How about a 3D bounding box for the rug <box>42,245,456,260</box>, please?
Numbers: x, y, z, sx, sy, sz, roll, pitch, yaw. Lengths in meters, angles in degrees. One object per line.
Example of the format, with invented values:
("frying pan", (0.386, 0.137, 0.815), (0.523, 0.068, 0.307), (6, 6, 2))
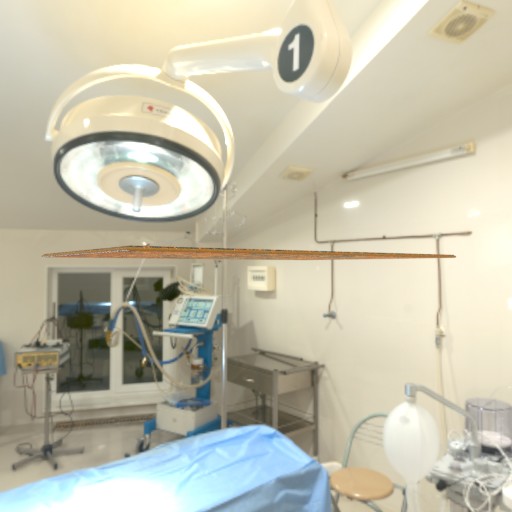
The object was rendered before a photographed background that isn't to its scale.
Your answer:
("rug", (0.000, 0.000, 1.095), (0.863, 0.008, 0.557), (1, -2, -37))
